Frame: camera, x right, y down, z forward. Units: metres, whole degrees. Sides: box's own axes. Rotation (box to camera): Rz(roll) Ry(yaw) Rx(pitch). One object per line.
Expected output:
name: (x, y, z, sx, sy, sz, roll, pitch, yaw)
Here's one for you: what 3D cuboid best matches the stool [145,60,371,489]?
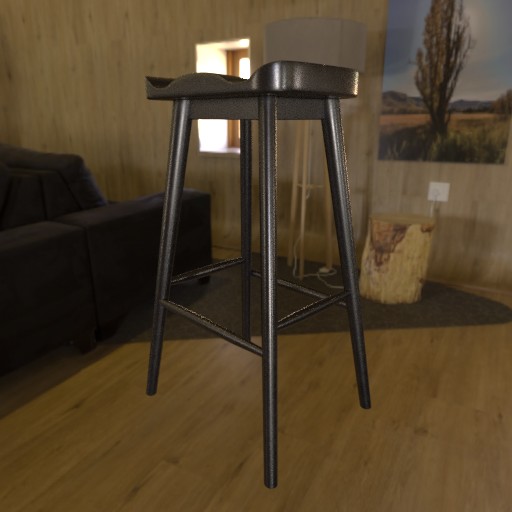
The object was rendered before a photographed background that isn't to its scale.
stool: (0.000, 0.000, 0.984, 0.440, 0.749, 0.361, 17, 24, 42)
